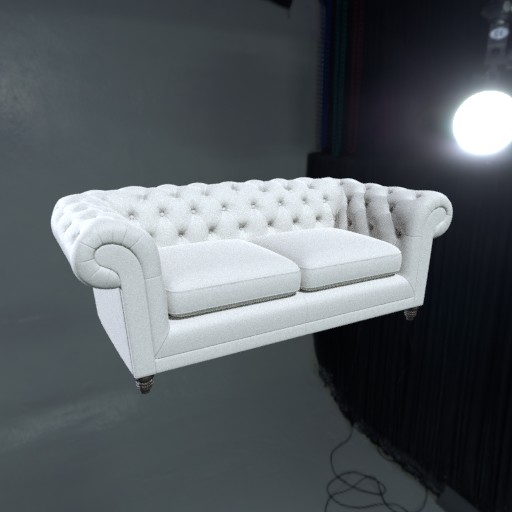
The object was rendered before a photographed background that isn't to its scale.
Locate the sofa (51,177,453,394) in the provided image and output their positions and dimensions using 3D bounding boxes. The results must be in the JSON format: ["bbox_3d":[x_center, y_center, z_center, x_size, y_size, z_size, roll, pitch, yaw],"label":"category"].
[{"bbox_3d":[0.000,0.000,2.463,1.998,0.764,0.986,-8,17,-28],"label":"sofa"}]
